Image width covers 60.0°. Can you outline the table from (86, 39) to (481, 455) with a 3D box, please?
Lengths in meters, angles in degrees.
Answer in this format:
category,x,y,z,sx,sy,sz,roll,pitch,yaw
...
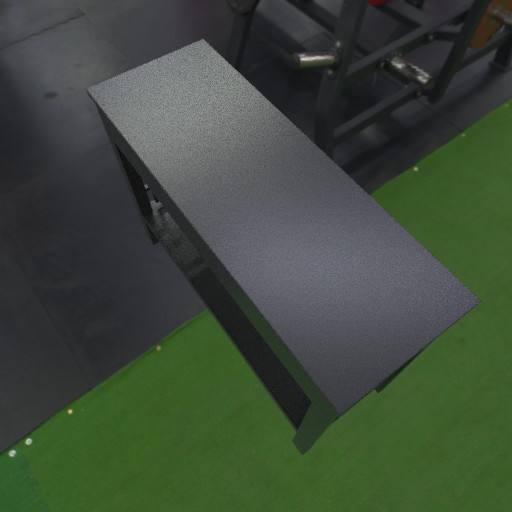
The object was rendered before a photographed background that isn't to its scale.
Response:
category,x,y,z,sx,sy,sz,roll,pitch,yaw
table,0.000,0.000,1.397,0.397,0.753,1.068,-32,65,-17
